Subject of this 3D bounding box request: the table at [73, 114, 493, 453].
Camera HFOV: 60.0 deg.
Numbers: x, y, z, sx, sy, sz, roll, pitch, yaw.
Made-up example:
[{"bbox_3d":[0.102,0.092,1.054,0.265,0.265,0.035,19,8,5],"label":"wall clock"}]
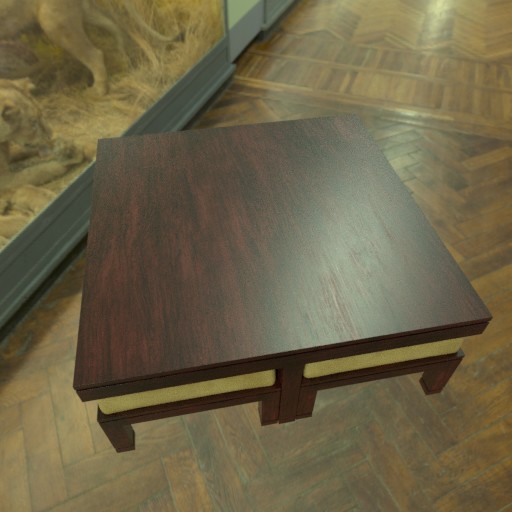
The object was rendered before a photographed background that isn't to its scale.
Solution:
[{"bbox_3d":[0.000,0.000,1.309,0.865,0.356,0.865,-8,47,-7],"label":"table"}]
